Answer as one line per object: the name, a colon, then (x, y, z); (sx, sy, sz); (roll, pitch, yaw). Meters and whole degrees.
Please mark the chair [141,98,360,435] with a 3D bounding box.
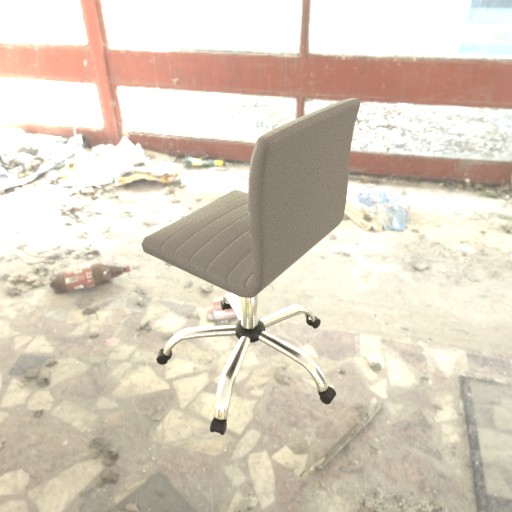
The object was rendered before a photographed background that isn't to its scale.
chair: (0.000, 0.000, 1.166); (0.530, 0.780, 0.556); (21, 37, 29)
